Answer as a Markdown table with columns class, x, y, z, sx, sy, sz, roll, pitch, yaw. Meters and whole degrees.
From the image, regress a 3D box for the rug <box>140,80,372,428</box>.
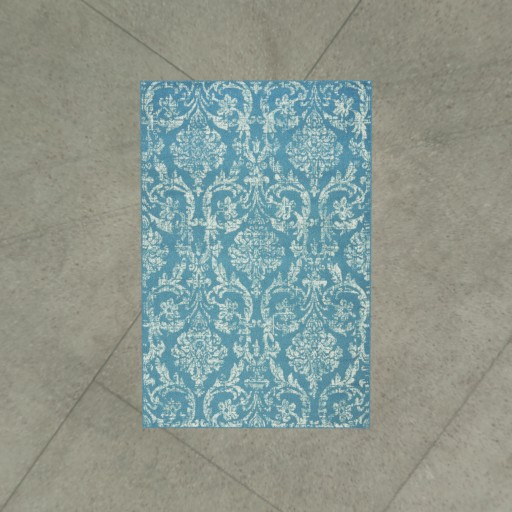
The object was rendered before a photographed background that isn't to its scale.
| class | x | y | z | sx | sy | sz | roll | pitch | yaw |
| --- | --- | --- | --- | --- | --- | --- | --- | --- | --- |
| rug | 0.000 | 0.000 | 3.499 | 1.816 | 0.018 | 2.746 | 0 | 91 | 0 |
